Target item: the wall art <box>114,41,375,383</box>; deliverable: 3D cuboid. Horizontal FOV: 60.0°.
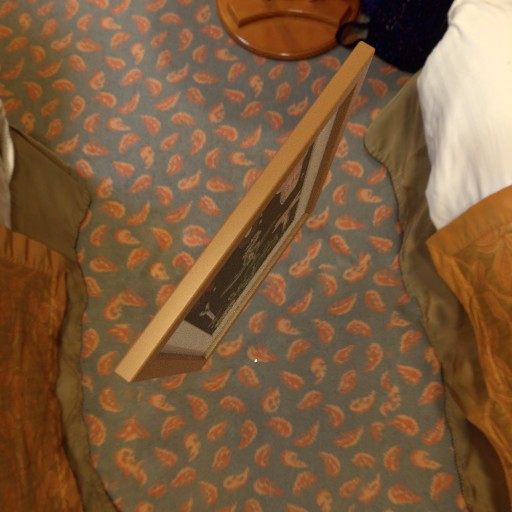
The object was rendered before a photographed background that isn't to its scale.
[{"bbox_3d":[0.000,0.000,0.505,0.015,0.379,0.310,34,79,8],"label":"wall art"}]
